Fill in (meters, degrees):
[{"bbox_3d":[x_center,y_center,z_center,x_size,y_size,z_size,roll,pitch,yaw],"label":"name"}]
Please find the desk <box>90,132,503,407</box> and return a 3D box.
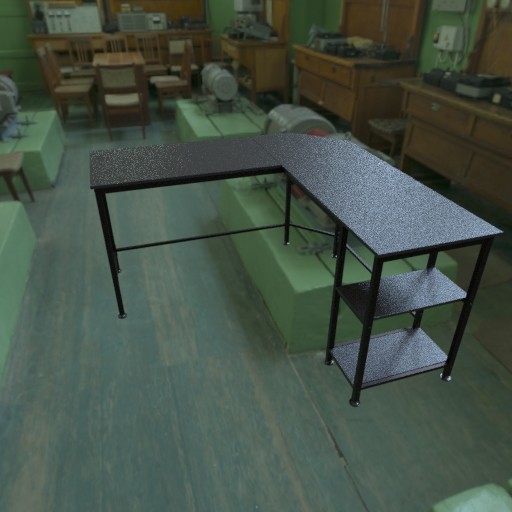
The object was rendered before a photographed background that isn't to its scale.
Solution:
[{"bbox_3d":[0.000,0.000,2.127,1.379,0.739,1.379,-10,33,-15],"label":"desk"}]
